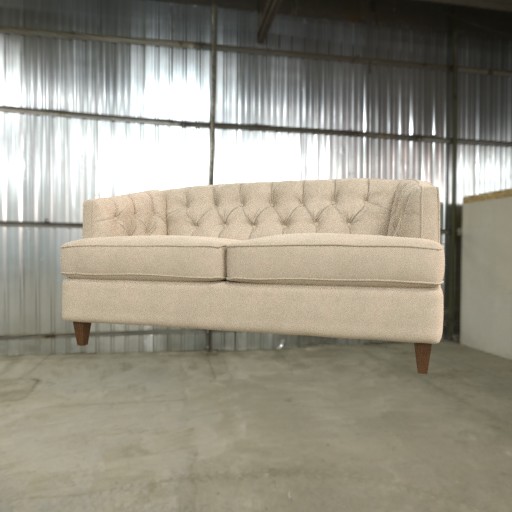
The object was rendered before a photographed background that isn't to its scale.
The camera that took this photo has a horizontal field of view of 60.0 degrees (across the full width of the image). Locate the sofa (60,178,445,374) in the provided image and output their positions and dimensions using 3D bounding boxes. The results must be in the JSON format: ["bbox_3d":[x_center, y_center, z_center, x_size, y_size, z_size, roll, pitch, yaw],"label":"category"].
[{"bbox_3d":[0.000,0.000,2.287,1.731,0.878,0.940,0,1,18],"label":"sofa"}]
